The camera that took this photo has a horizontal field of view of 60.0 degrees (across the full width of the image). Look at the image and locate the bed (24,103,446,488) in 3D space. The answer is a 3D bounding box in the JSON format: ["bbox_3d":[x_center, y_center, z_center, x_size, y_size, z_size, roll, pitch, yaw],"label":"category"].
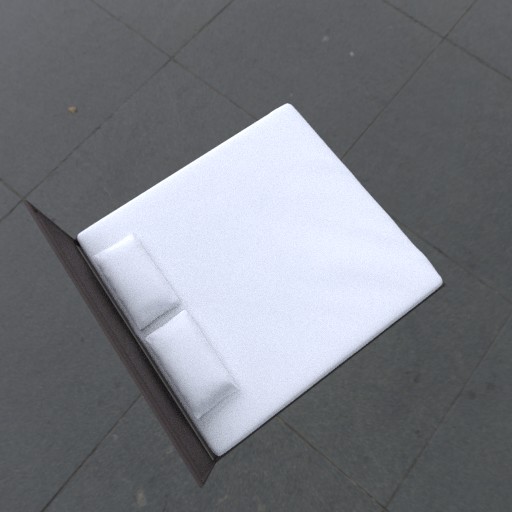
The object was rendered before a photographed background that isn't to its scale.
[{"bbox_3d":[0.000,0.000,3.272,2.151,1.173,1.993,-35,76,-10],"label":"bed"}]
